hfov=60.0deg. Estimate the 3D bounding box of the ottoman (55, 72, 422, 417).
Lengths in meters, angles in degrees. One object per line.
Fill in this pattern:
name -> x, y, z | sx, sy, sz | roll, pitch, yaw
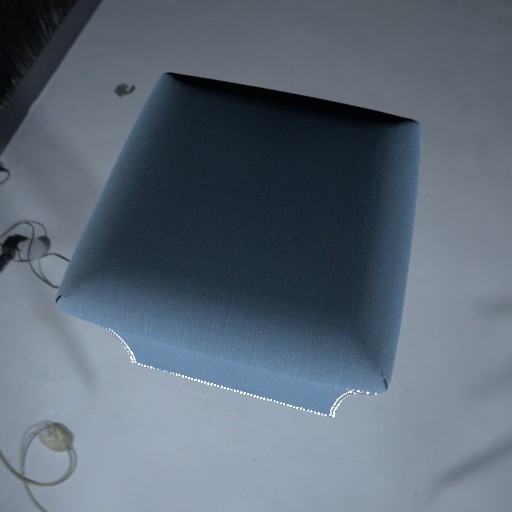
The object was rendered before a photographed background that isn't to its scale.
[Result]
ottoman -> 0.000, 0.000, 0.889 | 0.507, 0.475, 0.497 | 13, 65, 6
